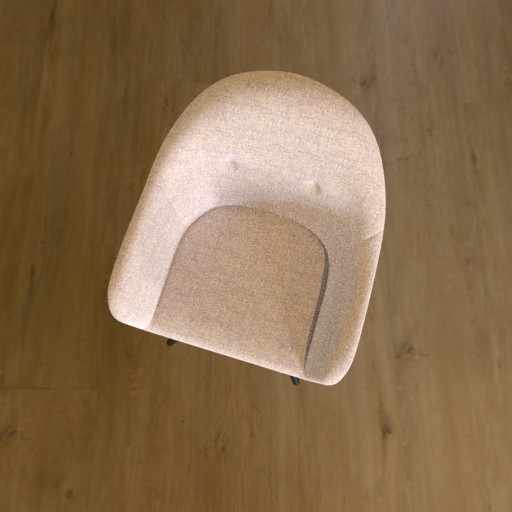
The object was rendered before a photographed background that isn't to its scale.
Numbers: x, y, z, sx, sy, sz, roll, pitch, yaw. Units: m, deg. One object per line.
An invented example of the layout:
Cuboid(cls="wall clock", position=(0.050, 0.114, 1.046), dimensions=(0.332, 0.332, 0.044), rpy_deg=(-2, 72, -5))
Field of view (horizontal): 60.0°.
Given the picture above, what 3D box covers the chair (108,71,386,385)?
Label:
Cuboid(cls="chair", position=(0.000, 0.000, 1.162), dimensions=(0.540, 0.780, 0.570), rpy_deg=(16, 76, 4))
